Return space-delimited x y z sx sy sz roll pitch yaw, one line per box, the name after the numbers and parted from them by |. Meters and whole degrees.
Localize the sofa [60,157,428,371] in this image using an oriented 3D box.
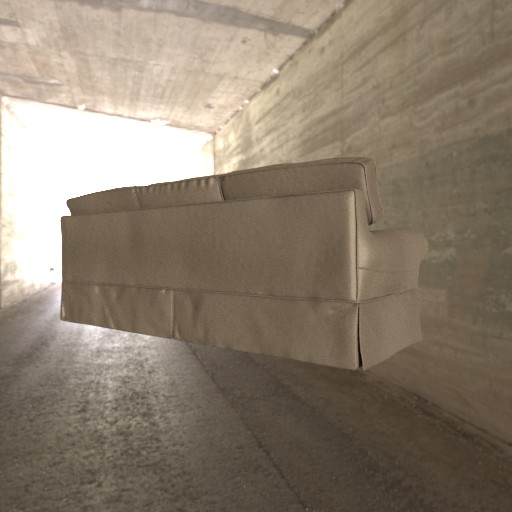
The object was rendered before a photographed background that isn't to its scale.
0.000 0.000 3.289 2.475 0.978 1.733 0 1 37 | sofa
